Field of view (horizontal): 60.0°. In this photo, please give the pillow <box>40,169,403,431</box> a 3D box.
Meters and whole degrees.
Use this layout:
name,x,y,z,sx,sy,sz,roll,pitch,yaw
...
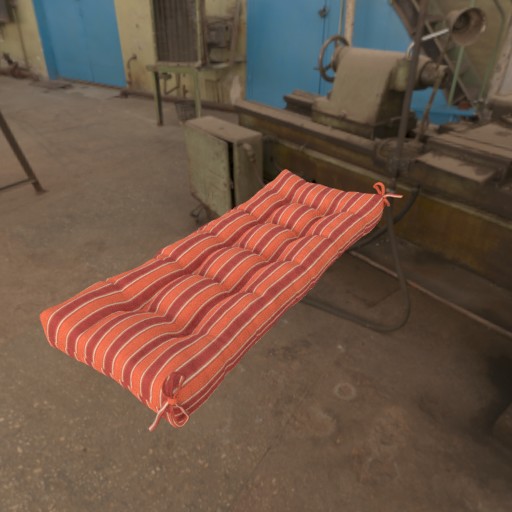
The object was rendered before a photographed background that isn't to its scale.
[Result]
name,x,y,z,sx,sy,sz,roll,pitch,yaw
pillow,0.000,0.000,1.326,0.511,0.174,1.194,20,37,29
